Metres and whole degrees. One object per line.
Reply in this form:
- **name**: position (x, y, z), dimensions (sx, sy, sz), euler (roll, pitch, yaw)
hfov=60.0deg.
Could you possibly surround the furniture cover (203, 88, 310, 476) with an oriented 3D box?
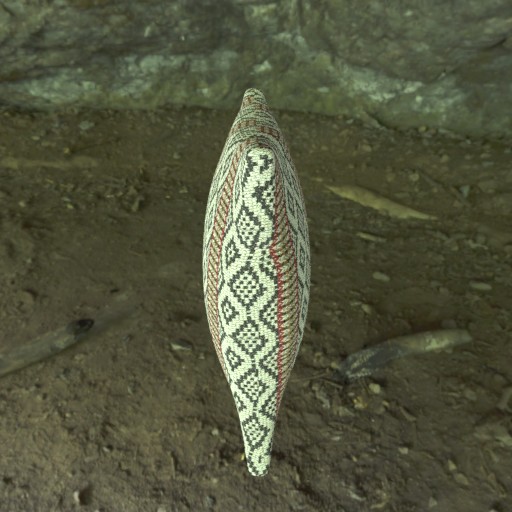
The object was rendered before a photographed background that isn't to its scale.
- **furniture cover**: position (0.000, 0.000, 0.785), dimensions (0.182, 0.506, 0.503), euler (0, 27, -1)
